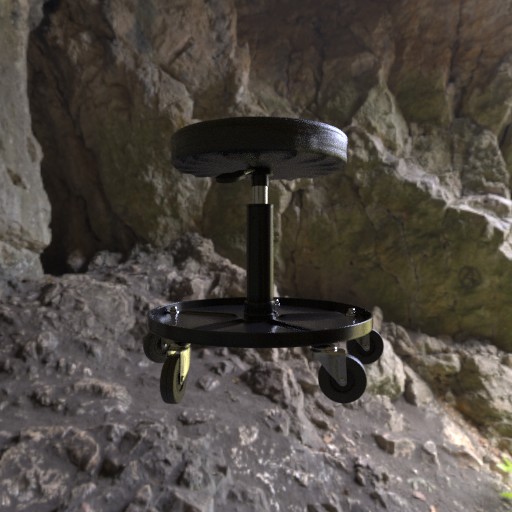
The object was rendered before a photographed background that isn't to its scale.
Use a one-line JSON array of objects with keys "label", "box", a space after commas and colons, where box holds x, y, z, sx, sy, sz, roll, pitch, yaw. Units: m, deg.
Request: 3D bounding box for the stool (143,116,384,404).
[{"label": "stool", "box": [0.000, 0.000, 0.693, 0.381, 0.365, 0.382, 1, 2, 18]}]
